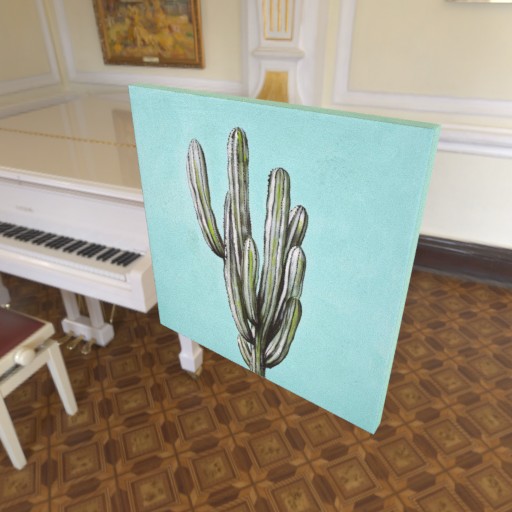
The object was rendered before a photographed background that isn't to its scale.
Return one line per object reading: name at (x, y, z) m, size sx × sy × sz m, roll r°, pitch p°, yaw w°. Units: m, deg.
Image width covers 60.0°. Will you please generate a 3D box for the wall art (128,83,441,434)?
wall art at (0.000, 0.000, 1.592) m, size 1.071 × 1.073 × 0.070 m, roll 20°, pitch 35°, yaw 30°
